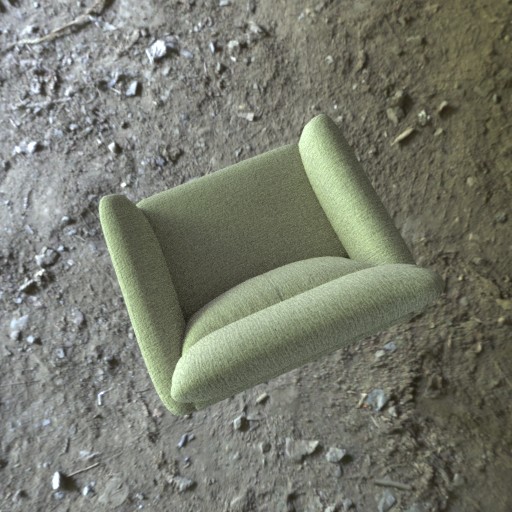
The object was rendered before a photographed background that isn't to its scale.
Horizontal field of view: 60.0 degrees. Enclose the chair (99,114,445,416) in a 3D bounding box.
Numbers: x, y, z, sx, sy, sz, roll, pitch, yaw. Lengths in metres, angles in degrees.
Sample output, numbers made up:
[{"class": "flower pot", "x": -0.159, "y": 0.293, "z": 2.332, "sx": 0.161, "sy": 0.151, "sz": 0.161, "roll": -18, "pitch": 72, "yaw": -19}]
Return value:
[{"class": "chair", "x": 0.000, "y": 0.000, "z": 1.627, "sx": 0.972, "sy": 0.967, "sz": 0.835, "roll": -22, "pitch": 77, "yaw": -6}]
